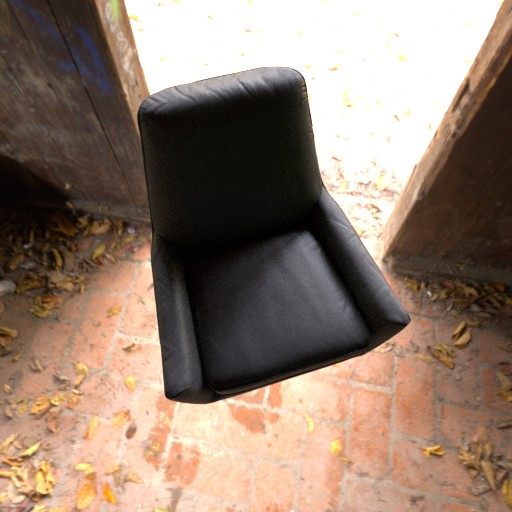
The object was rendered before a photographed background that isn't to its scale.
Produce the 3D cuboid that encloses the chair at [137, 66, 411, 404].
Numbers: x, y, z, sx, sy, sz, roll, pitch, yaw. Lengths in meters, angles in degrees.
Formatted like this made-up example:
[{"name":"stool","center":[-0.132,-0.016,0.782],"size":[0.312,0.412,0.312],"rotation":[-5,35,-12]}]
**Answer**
[{"name":"chair","center":[0.000,0.000,1.535],"size":[0.787,0.888,0.822],"rotation":[-16,64,-8]}]
